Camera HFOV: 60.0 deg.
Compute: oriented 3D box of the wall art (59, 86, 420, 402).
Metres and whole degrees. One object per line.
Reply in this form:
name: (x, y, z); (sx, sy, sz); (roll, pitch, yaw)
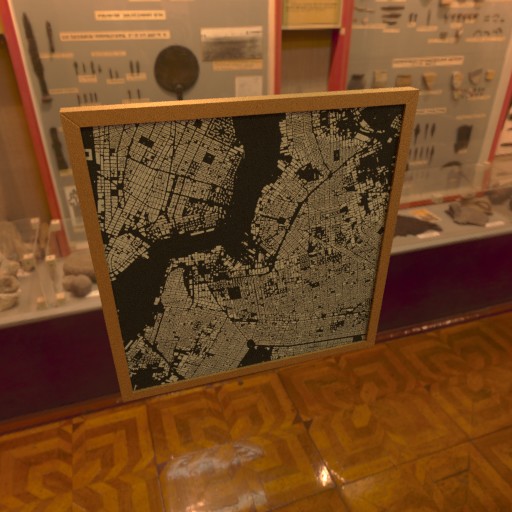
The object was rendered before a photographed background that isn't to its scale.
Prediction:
wall art: (0.000, 0.000, 2.816); (1.926, 1.926, 0.099); (-9, 32, -15)
